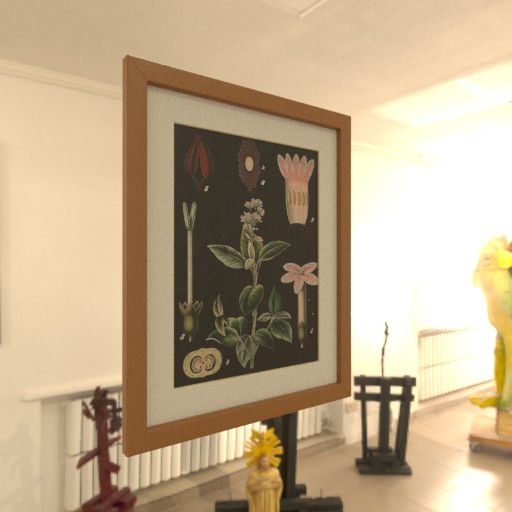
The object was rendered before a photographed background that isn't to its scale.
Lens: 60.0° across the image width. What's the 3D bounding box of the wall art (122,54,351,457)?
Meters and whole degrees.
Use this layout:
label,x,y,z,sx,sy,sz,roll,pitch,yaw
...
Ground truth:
label,x,y,z,sx,sy,sz,roll,pitch,yaw
wall art,0.000,0.000,0.512,0.310,0.379,0.015,0,0,-36
